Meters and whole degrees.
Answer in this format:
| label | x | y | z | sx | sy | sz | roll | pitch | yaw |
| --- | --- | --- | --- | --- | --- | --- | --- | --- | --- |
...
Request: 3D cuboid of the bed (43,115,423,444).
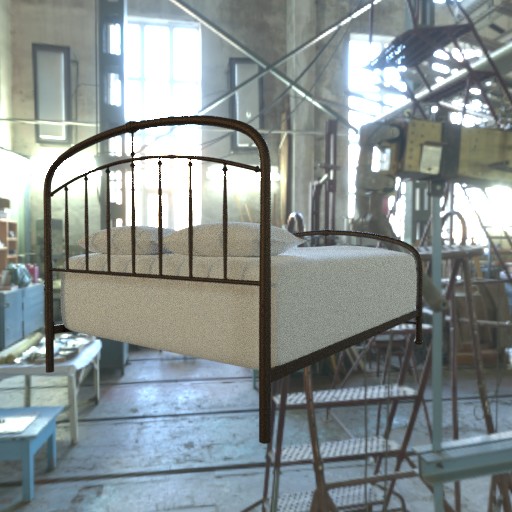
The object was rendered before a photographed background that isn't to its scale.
| label | x | y | z | sx | sy | sz | roll | pitch | yaw |
| --- | --- | --- | --- | --- | --- | --- | --- | --- | --- |
| bed | 0.000 | 0.000 | 3.122 | 1.711 | 1.425 | 2.180 | 1 | 2 | 36 |
